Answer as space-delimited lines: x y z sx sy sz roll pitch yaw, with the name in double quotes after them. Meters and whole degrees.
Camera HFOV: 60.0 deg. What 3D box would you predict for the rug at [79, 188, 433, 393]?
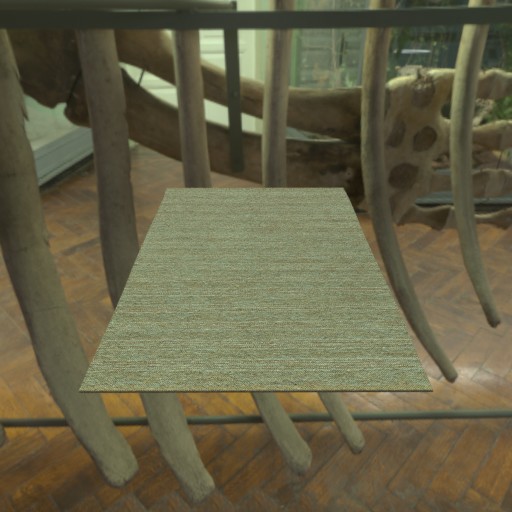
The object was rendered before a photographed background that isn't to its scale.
0.000 0.000 2.318 1.240 0.010 1.824 0 31 0 "rug"
